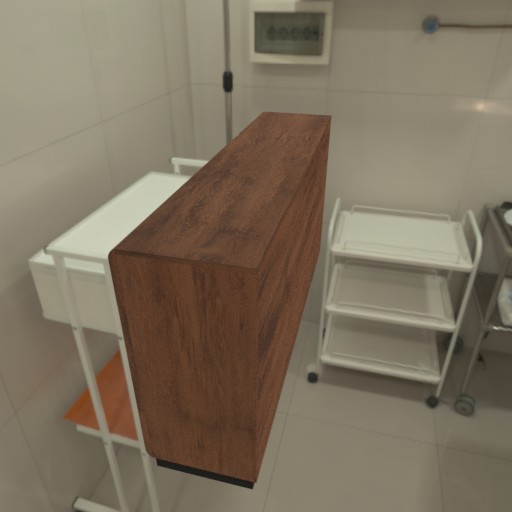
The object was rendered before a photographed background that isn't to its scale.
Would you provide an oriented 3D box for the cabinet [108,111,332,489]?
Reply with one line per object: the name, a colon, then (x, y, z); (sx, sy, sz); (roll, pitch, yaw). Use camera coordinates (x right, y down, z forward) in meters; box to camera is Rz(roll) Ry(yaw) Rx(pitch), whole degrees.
cabinet: (0.000, 0.000, 1.979); (0.420, 0.900, 1.600); (7, 31, 13)
